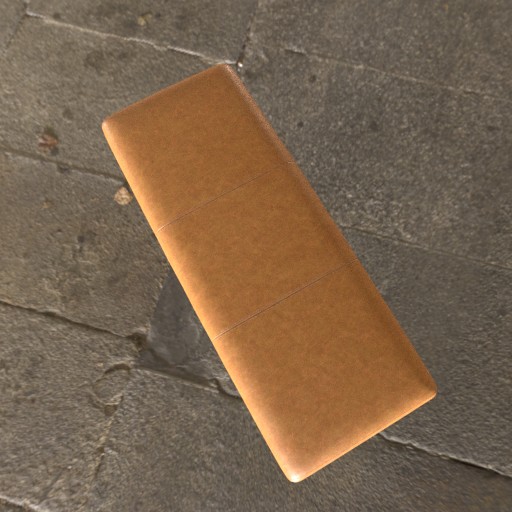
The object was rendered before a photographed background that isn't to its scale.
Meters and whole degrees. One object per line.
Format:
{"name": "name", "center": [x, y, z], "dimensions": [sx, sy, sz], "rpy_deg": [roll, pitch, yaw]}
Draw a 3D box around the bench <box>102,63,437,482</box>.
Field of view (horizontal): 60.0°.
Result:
{"name": "bench", "center": [0.000, 0.000, 1.873], "dimensions": [0.653, 0.399, 1.610], "rpy_deg": [-29, 76, -8]}
